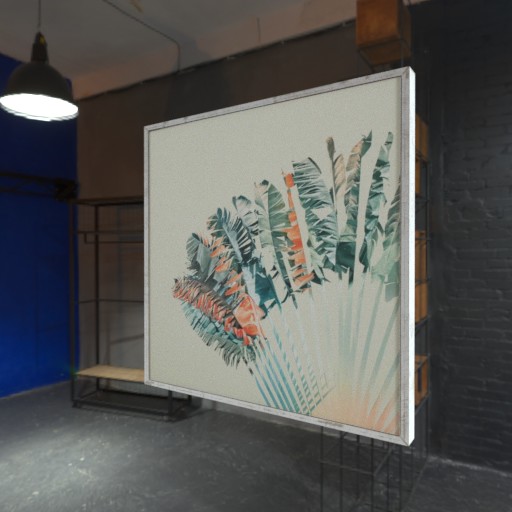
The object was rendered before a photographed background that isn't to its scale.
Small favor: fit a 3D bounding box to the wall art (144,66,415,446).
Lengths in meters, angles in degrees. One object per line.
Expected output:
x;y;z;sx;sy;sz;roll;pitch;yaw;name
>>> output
0.000;0.000;0.742;0.508;0.506;0.029;0;0;34;wall art
